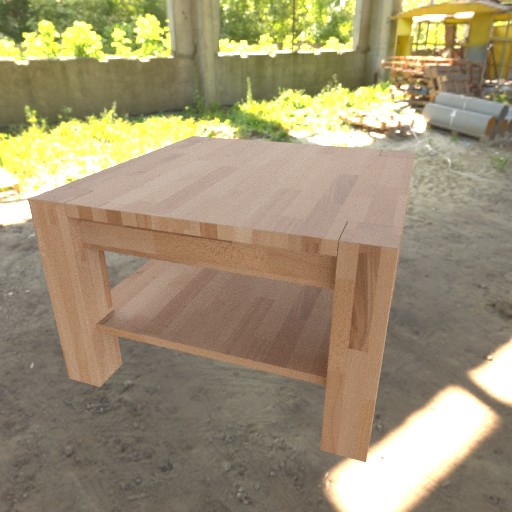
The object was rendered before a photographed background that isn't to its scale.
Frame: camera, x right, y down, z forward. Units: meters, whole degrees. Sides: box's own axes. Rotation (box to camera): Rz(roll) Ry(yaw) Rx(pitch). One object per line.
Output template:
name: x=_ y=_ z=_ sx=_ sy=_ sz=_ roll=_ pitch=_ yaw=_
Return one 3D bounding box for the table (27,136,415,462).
table: x=0.000 y=0.000 z=1.154 sx=0.700 sy=0.451 sz=0.700 roll=9 pitch=27 yaw=18
